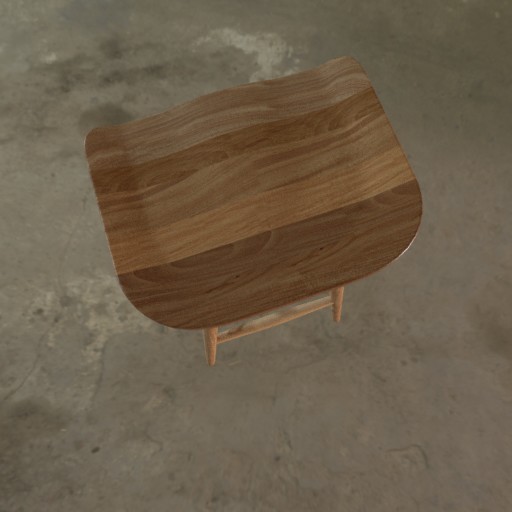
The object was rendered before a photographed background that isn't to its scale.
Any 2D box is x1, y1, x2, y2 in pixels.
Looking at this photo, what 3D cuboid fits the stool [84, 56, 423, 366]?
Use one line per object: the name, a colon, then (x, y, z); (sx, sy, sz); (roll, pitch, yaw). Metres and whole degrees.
stool: (0.000, 0.000, 0.917); (0.407, 0.698, 0.322); (-18, 75, -5)
